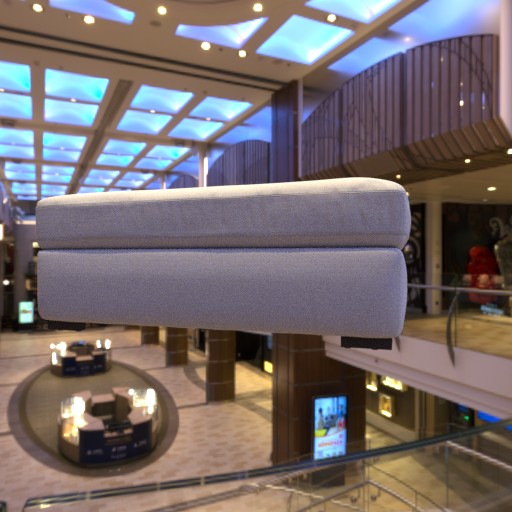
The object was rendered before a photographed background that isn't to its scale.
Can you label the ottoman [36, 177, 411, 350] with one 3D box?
[{"bbox_3d":[0.000,0.000,1.780,1.163,0.482,1.167,0,0,18],"label":"ottoman"}]
